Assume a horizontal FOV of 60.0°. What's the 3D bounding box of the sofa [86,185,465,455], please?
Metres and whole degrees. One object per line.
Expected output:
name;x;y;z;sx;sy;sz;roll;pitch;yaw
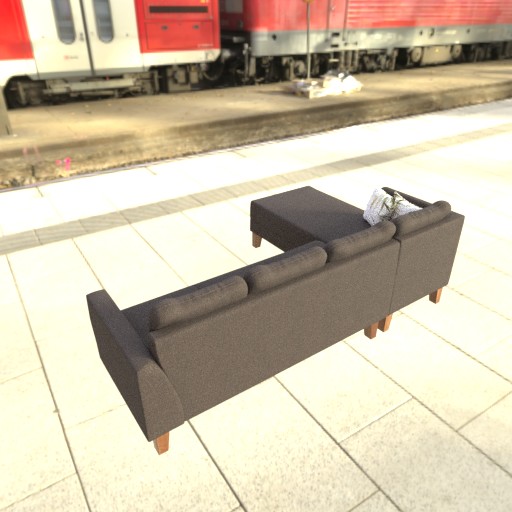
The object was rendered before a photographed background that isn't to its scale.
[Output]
sofa;0.000;0.000;3.518;2.679;0.932;1.829;-19;35;-30
